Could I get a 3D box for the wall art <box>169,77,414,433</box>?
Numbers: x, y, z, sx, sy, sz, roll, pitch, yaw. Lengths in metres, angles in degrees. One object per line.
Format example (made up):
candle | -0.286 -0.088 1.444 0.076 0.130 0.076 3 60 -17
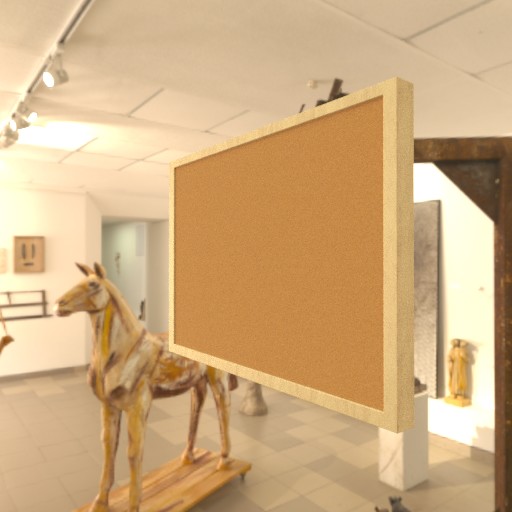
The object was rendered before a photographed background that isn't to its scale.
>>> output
wall art | 0.000 0.000 0.692 0.032 0.380 0.532 0 0 -38
